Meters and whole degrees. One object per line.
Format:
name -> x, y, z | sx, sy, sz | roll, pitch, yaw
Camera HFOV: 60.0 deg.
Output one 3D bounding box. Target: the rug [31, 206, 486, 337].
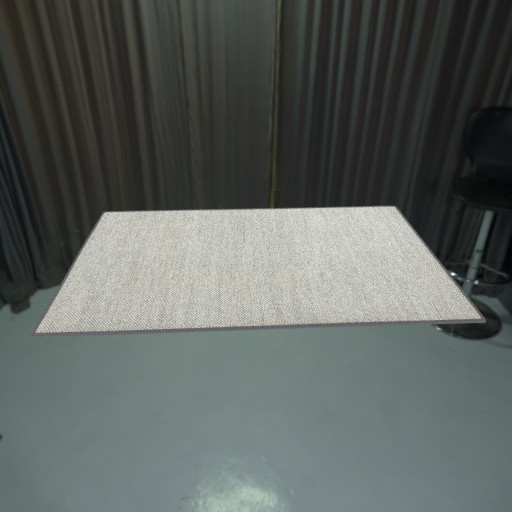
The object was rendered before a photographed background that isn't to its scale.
rug -> 0.000, 0.000, 2.076 | 1.676, 0.013, 1.067 | -1, 30, -2
